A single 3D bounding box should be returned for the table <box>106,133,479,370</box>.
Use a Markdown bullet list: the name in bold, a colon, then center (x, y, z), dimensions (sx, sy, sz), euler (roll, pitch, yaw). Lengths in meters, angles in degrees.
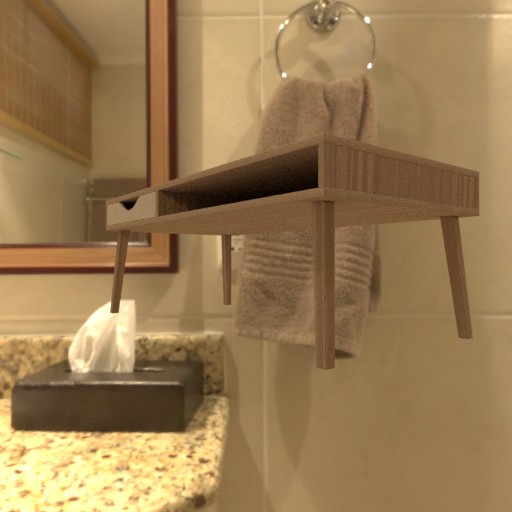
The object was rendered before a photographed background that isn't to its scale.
- **table**: center (0.000, 0.000, 1.487), dimensions (0.600, 0.450, 1.200), euler (0, -1, -38)
